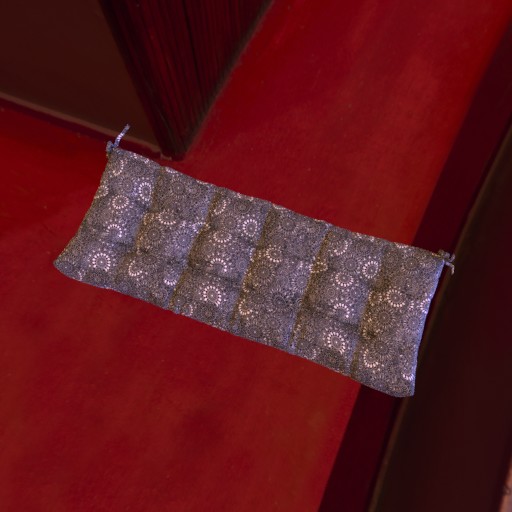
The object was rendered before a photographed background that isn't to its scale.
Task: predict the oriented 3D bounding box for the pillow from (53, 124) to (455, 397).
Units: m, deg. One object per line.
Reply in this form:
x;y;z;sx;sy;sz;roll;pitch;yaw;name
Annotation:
0.000;0.000;1.372;1.194;0.174;0.511;19;76;5;pillow
